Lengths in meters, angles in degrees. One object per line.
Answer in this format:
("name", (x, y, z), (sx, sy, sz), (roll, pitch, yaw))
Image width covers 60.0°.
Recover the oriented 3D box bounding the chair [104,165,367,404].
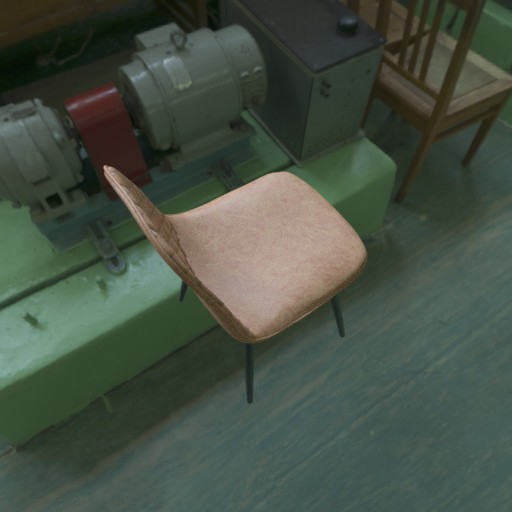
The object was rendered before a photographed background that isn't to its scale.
("chair", (0.000, 0.000, 1.237), (0.561, 0.889, 0.472), (-31, 63, -17))
